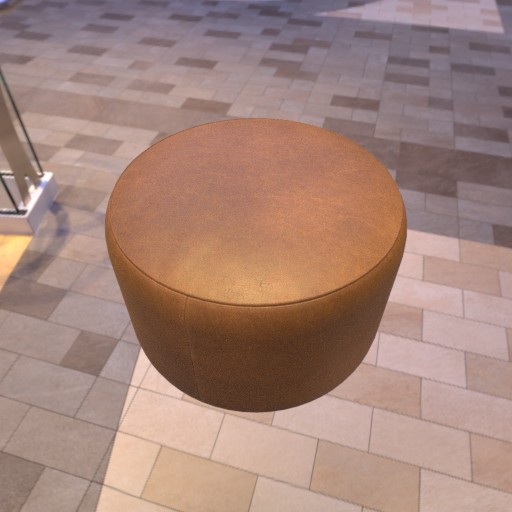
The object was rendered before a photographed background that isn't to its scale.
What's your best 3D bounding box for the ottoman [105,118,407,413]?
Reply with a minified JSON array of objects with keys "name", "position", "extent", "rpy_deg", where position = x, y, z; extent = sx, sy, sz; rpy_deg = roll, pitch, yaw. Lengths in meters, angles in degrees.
[{"name":"ottoman","position":[0.000,0.000,1.013],"extent":[0.607,0.438,0.607],"rpy_deg":[0,46,0]}]
